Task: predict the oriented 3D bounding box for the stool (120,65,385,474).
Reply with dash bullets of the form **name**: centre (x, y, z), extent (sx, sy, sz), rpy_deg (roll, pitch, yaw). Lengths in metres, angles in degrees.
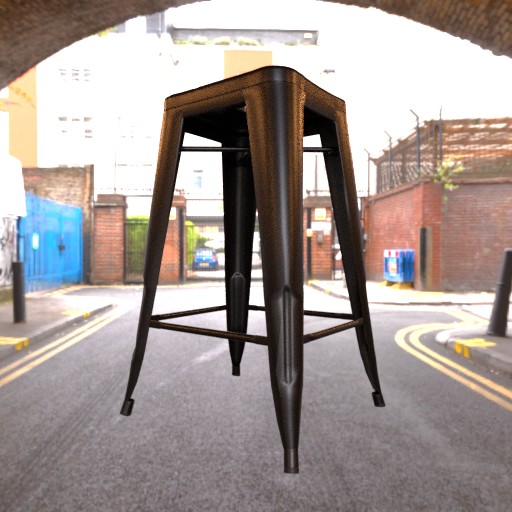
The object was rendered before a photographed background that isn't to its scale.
- **stool**: centre (0.000, 0.000, 0.871), extent (0.399, 0.609, 0.359), rpy_deg (0, 1, 36)
